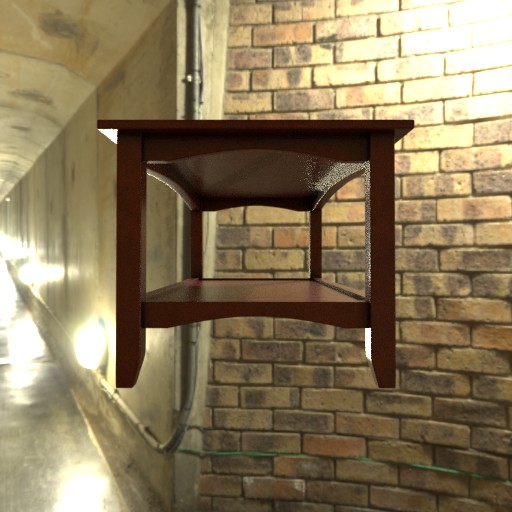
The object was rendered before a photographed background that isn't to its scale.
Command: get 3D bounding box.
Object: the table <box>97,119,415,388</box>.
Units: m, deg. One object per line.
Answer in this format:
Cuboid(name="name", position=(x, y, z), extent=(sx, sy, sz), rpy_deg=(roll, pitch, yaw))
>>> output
Cuboid(name="table", position=(0.000, 0.000, 1.211), extent=(0.533, 0.456, 0.943), rpy_deg=(0, 0, 0))
